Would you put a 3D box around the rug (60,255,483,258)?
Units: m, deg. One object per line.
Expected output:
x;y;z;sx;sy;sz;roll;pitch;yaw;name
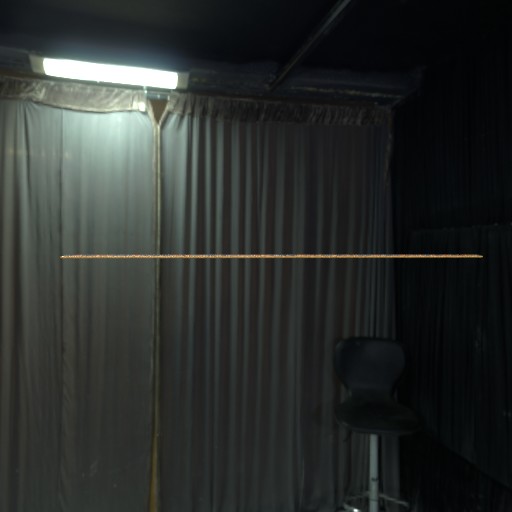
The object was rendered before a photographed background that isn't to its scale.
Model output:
0.000;0.000;3.843;2.916;0.019;2.043;0;0;-18;rug
